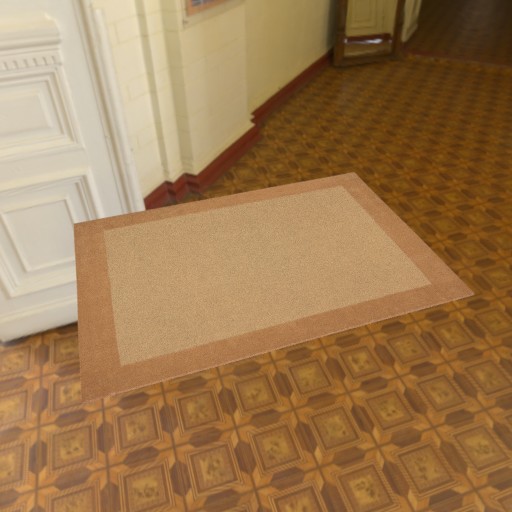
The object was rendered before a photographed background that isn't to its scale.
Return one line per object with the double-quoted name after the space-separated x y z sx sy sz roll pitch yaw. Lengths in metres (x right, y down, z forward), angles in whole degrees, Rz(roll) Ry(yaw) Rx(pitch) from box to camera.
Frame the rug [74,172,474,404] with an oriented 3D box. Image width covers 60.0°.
0.000 0.000 2.363 1.829 0.014 1.219 -12 42 -14 "rug"
